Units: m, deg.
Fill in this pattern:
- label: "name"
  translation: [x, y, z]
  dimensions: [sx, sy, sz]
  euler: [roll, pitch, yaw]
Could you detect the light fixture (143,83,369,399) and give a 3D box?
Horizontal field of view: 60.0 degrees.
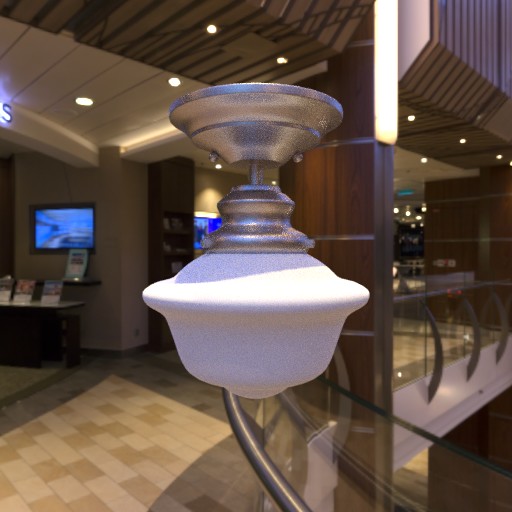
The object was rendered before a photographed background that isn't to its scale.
- label: "light fixture"
  translation: [0.000, 0.000, 0.400]
  dimensions: [0.199, 0.254, 0.199]
  euler: [0, 1, 0]
